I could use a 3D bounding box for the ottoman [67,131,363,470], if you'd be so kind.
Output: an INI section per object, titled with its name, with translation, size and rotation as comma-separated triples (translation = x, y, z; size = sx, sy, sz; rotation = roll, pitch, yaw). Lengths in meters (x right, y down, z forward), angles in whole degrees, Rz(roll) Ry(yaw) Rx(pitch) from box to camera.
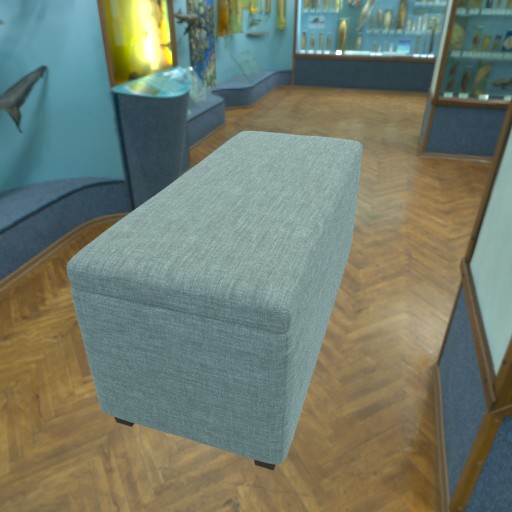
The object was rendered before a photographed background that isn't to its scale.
[ottoman]
translation = 0.000, 0.000, 1.144
size = 0.419, 0.432, 0.902
rotation = 10, 32, 16
